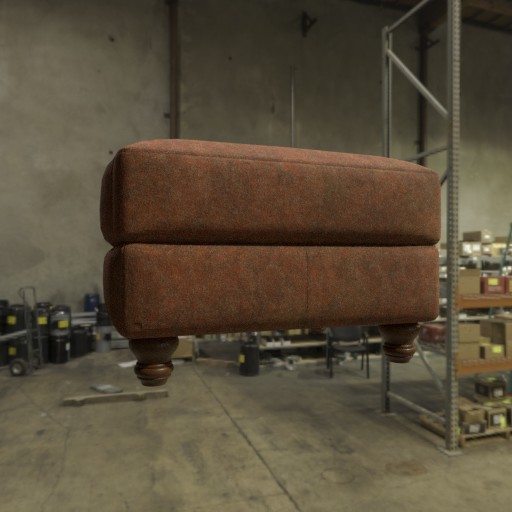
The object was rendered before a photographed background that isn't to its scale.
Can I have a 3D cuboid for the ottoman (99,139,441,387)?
[{"bbox_3d":[0.000,0.000,1.182,0.787,0.508,0.635,0,0,-19],"label":"ottoman"}]
